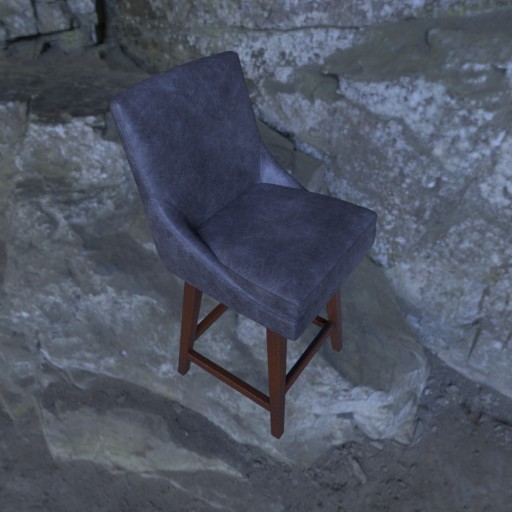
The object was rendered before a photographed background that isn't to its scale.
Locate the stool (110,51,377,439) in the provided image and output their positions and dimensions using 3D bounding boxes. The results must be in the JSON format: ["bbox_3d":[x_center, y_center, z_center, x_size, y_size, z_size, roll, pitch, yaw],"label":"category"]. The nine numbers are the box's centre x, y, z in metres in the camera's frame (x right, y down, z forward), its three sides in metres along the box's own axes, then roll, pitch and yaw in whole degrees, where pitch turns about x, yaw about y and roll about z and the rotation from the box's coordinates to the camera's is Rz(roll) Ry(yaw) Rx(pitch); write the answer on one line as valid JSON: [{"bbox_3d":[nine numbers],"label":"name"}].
[{"bbox_3d":[0.000,0.000,1.400,0.587,1.046,0.492,25,47,26],"label":"stool"}]
